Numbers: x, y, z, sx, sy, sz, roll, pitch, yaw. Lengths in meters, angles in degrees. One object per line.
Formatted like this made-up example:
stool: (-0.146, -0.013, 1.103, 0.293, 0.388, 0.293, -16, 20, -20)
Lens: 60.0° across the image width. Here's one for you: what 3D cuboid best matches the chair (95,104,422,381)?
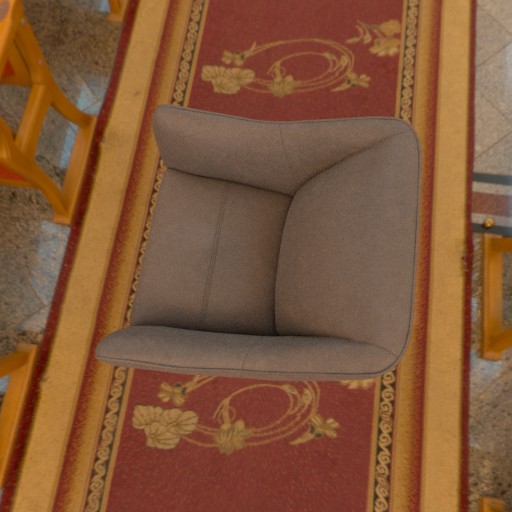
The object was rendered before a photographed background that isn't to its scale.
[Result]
chair: (0.000, 0.000, 1.547, 0.852, 0.830, 0.871, 8, 74, 2)
